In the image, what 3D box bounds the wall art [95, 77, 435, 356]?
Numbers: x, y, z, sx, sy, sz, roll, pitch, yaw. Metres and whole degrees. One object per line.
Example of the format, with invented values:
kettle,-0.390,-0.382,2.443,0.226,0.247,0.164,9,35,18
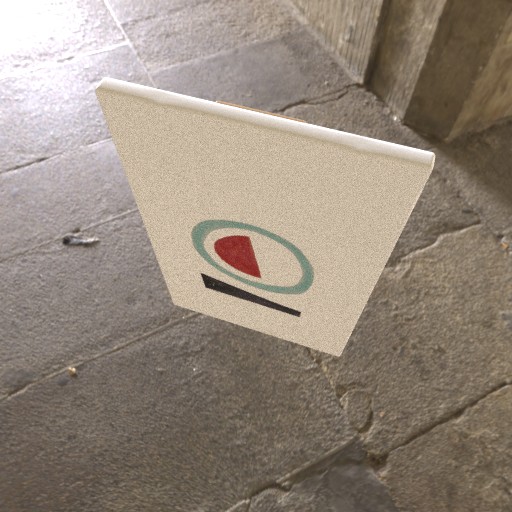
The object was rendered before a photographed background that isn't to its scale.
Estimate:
wall art,0.000,0.000,1.142,0.602,0.902,0.048,16,60,10
